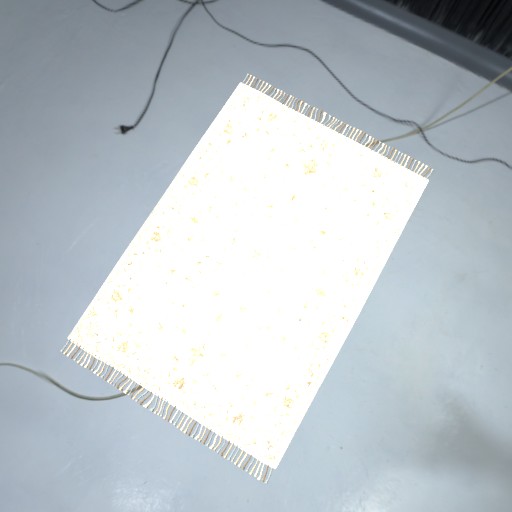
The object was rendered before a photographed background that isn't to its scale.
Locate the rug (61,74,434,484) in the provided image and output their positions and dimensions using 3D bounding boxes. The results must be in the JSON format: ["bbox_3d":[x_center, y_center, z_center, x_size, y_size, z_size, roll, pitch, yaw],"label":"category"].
[{"bbox_3d":[0.000,0.000,2.342,1.218,0.017,1.861,30,78,7],"label":"rug"}]
